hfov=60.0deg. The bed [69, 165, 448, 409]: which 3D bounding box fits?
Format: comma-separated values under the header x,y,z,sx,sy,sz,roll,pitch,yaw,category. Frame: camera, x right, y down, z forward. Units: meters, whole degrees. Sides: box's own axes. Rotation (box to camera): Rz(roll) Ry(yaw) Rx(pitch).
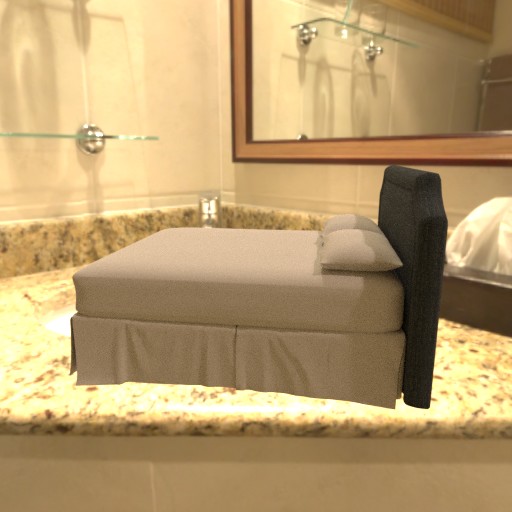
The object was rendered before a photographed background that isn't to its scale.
x,y,z,sx,sy,sz,roll,pitch,yaw,category
0.000,0.000,3.297,2.208,1.297,1.828,2,13,9,bed
